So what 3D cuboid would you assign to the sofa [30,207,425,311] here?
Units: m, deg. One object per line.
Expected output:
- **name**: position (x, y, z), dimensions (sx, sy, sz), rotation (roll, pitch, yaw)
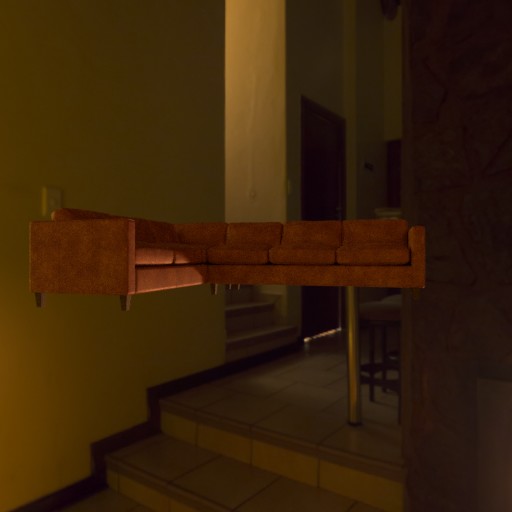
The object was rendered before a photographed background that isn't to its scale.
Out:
- **sofa**: position (0.000, 0.000, 4.331), dimensions (3.150, 0.838, 2.438), rotation (0, 0, 17)
